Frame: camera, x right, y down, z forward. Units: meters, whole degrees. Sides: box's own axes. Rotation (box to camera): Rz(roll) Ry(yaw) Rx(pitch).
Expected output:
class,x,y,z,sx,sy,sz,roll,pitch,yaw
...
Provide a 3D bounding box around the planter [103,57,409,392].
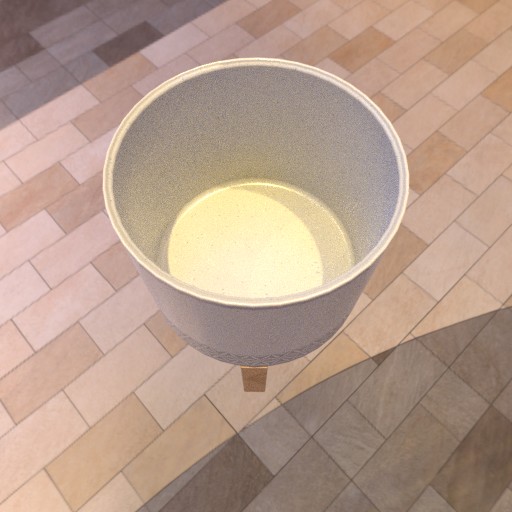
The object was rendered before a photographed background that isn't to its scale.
class,x,y,z,sx,sy,sz,roll,pitch,yaw
planter,0.000,0.000,0.268,0.130,0.178,0.130,0,63,0
